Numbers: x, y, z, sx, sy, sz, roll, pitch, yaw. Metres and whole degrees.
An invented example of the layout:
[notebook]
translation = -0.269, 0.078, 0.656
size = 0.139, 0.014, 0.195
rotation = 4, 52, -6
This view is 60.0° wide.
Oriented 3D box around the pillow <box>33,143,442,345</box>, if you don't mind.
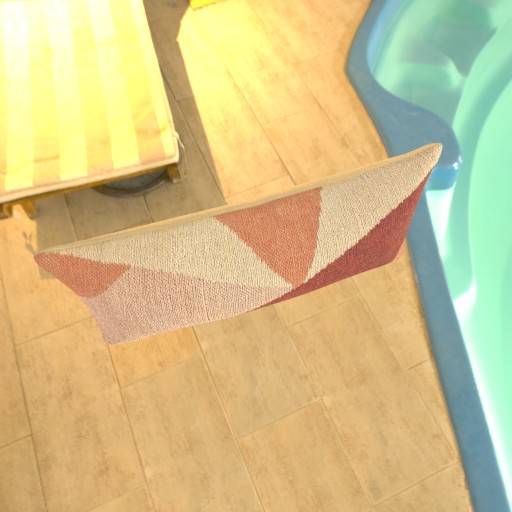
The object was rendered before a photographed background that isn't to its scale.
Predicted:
[pillow]
translation = 0.000, 0.000, 0.741
size = 0.609, 0.292, 0.155
rotation = -16, 64, -8
